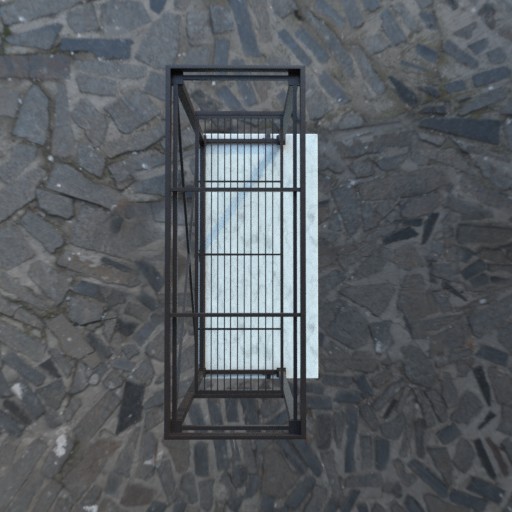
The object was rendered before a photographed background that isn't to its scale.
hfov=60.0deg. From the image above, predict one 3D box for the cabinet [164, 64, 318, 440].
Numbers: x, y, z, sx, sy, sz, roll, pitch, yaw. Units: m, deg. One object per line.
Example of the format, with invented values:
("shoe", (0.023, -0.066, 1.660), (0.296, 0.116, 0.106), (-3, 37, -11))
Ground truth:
("cabinet", (0.000, 0.000, 2.235), (0.610, 1.659, 1.210), (0, 89, 0))
